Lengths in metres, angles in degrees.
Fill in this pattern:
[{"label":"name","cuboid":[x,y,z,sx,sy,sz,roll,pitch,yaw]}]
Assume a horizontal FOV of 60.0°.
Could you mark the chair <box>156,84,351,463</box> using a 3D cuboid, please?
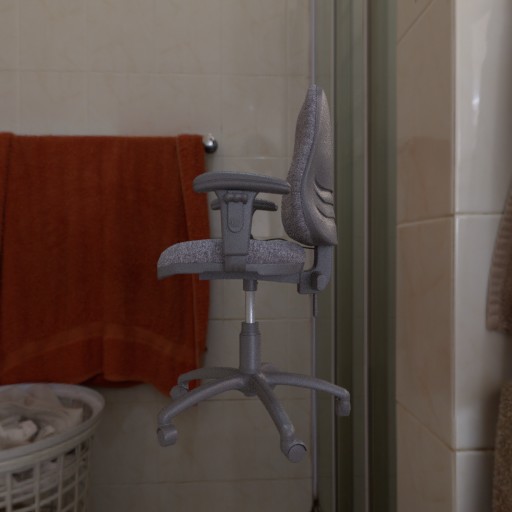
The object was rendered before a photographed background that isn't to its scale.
[{"label":"chair","cuboid":[0.000,0.000,1.239,0.530,0.910,0.550,0,1,-1]}]
